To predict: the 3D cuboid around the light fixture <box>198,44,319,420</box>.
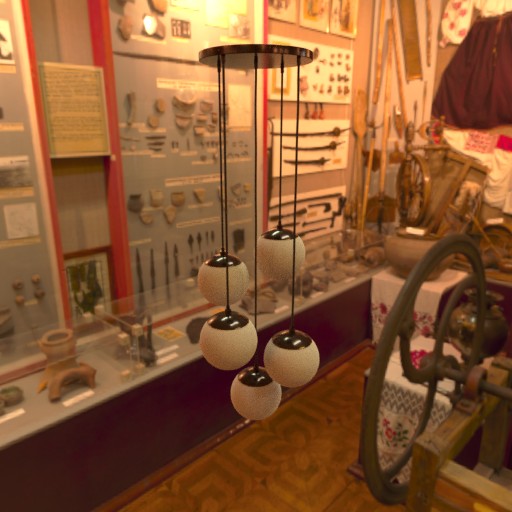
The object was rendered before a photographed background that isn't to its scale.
[{"bbox_3d":[0.000,0.000,1.514,0.489,1.271,0.484,-15,22,-42],"label":"light fixture"}]
